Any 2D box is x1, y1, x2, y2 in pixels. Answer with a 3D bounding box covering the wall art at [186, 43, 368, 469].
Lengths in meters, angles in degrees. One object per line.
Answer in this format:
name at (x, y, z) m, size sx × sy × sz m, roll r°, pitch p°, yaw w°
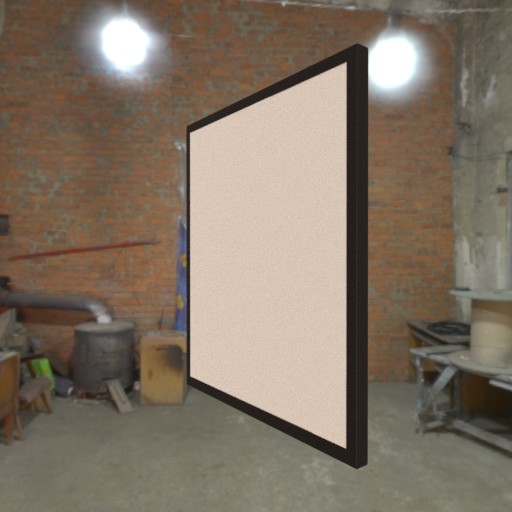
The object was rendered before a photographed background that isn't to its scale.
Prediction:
wall art at (0.000, 0.000, 0.707) m, size 0.021 × 0.509 × 0.430 m, roll 0°, pitch 0°, yaw -37°
